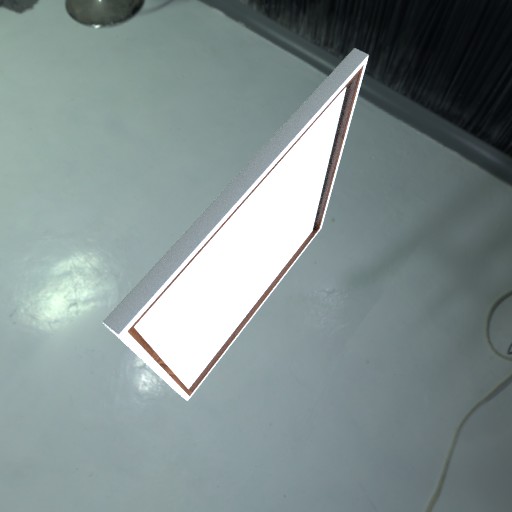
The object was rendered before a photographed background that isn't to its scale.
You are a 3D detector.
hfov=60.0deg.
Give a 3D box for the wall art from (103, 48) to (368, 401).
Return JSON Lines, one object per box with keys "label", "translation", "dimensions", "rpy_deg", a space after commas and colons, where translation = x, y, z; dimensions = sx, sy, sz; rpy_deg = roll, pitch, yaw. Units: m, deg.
{"label": "wall art", "translation": [0.000, 0.000, 1.542], "dimensions": [0.049, 1.009, 1.009], "rpy_deg": [34, 69, 15]}
